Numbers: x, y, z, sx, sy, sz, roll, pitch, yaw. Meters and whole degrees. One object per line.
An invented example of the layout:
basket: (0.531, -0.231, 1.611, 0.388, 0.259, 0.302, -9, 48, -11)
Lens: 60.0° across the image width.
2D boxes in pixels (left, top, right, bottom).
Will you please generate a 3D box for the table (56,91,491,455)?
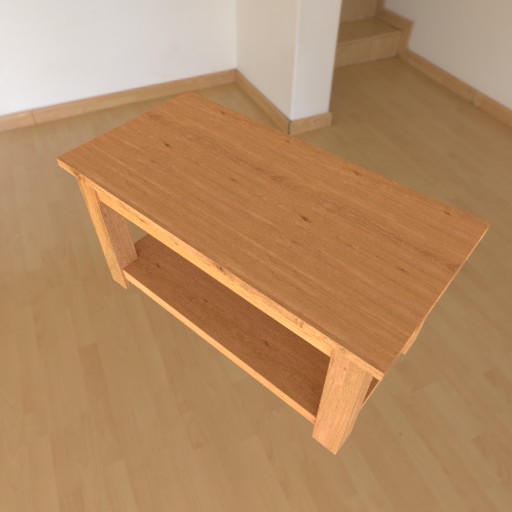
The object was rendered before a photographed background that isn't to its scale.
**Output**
table: (0.000, 0.000, 1.168, 0.899, 0.452, 0.450, 32, 54, 26)
